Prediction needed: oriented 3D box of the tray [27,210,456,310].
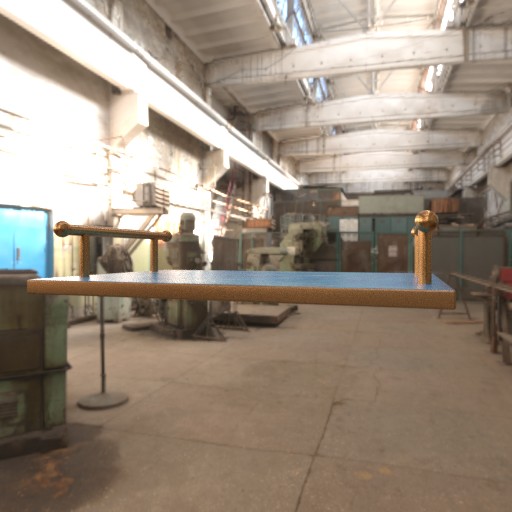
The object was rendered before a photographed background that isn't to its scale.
[{"bbox_3d":[0.000,0.000,0.573,0.444,0.084,0.304,0,0,19],"label":"tray"}]
